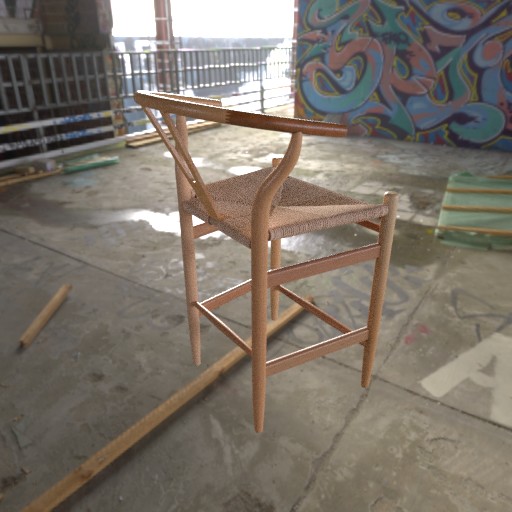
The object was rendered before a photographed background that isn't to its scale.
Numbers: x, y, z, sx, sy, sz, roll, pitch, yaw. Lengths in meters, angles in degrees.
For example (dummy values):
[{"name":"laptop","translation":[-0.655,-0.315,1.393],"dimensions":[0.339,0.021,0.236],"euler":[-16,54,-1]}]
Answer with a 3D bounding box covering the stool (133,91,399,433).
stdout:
[{"name":"stool","translation":[0.000,0.000,1.290],"dimensions":[0.575,0.923,0.536],"euler":[-18,31,-32]}]
